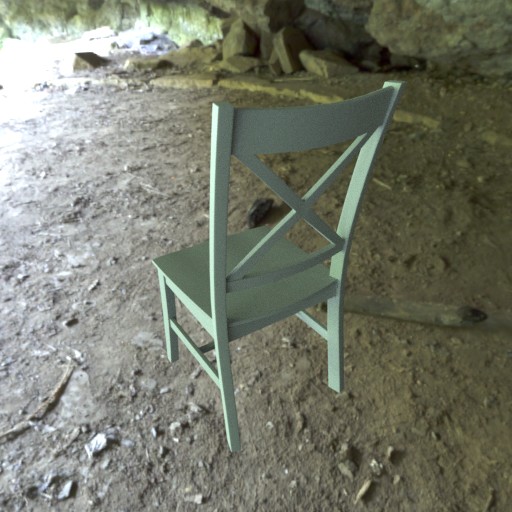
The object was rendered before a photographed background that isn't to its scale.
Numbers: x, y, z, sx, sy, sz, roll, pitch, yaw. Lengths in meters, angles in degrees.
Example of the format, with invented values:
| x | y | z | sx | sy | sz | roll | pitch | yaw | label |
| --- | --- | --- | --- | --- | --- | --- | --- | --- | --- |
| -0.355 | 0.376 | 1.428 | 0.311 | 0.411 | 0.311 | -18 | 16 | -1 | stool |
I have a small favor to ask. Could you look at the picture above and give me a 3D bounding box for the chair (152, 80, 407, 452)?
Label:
| x | y | z | sx | sy | sz | roll | pitch | yaw | label |
| --- | --- | --- | --- | --- | --- | --- | --- | --- | --- |
| 0.000 | 0.000 | 1.300 | 0.485 | 0.983 | 0.542 | -18 | 35 | -29 | chair |
